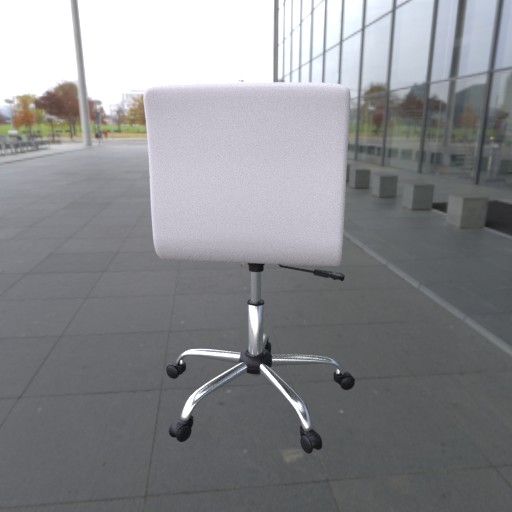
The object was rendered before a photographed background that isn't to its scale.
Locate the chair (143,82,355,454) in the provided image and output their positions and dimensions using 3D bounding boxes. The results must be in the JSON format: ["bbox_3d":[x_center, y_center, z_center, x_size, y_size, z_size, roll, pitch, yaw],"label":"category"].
[{"bbox_3d":[0.000,0.000,1.070,0.520,0.750,0.455,2,16,8],"label":"chair"}]
